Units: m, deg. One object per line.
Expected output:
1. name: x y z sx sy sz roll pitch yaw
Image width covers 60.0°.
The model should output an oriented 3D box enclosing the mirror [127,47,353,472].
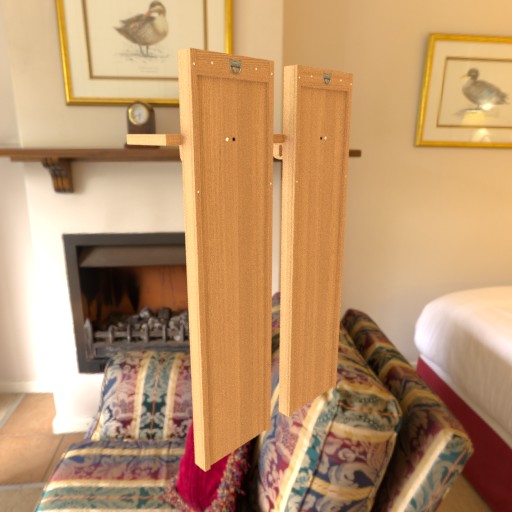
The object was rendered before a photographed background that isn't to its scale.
1. mirror: 0.000 0.000 1.582 0.800 1.250 0.260 -15 21 -42
